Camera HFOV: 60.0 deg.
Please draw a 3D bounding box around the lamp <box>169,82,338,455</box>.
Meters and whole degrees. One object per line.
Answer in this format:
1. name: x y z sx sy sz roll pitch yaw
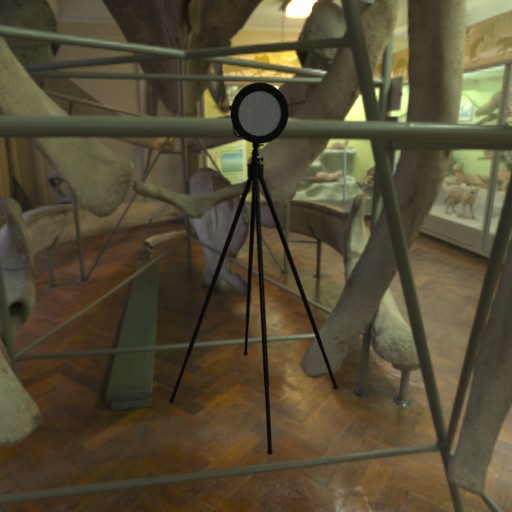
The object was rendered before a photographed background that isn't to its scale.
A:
1. lamp: 0.000 0.000 2.077 0.879 1.504 0.884 -2 16 -8
